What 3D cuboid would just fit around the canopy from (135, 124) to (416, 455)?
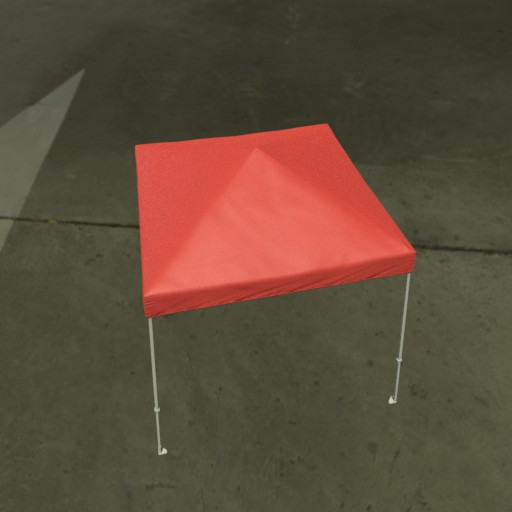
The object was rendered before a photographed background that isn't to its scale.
[{"bbox_3d":[0.000,0.000,5.130,2.848,2.849,2.849,-9,45,-9],"label":"canopy"}]
